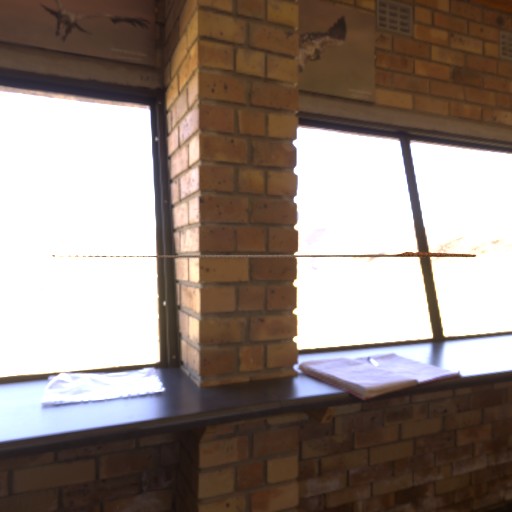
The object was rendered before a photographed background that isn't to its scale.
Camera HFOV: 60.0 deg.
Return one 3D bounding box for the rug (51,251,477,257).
[{"bbox_3d":[0.000,0.000,2.484,2.092,0.017,1.232,0,0,36],"label":"rug"}]
